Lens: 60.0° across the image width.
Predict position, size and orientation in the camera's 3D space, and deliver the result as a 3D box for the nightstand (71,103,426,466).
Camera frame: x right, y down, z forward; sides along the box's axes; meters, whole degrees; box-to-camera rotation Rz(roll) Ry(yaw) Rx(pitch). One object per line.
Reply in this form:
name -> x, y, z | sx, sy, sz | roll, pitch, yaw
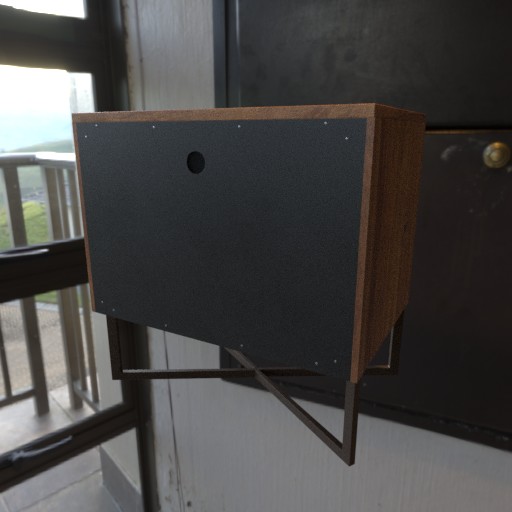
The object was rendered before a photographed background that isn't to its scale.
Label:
nightstand -> 0.000, 0.000, 1.007 | 0.613, 0.615, 0.427 | 9, 18, 28
